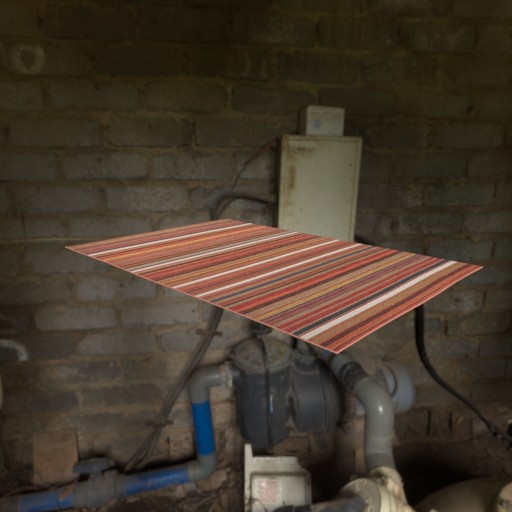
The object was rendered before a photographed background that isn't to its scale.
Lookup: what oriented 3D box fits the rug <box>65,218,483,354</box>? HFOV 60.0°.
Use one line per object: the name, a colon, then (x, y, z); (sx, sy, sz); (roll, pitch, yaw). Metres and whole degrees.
rug: (0.000, 0.000, 2.302); (1.828, 0.007, 1.217); (14, 21, 42)
